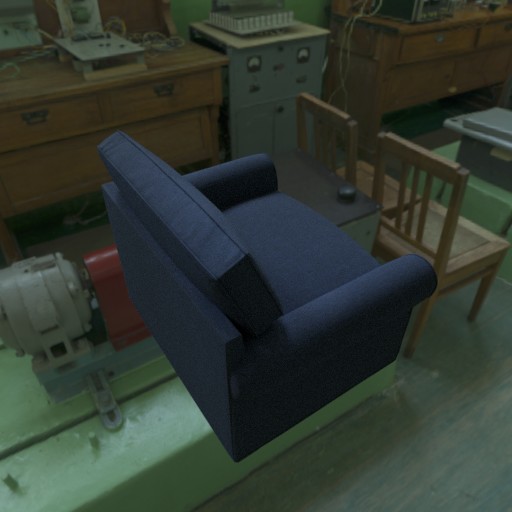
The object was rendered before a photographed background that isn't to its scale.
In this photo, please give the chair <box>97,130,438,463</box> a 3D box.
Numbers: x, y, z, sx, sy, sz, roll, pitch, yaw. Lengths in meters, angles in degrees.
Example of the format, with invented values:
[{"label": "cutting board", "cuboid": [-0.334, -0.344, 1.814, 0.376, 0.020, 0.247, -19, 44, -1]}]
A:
[{"label": "chair", "cuboid": [0.000, 0.000, 2.024, 0.963, 1.044, 1.285, -23, 44, -26]}]
